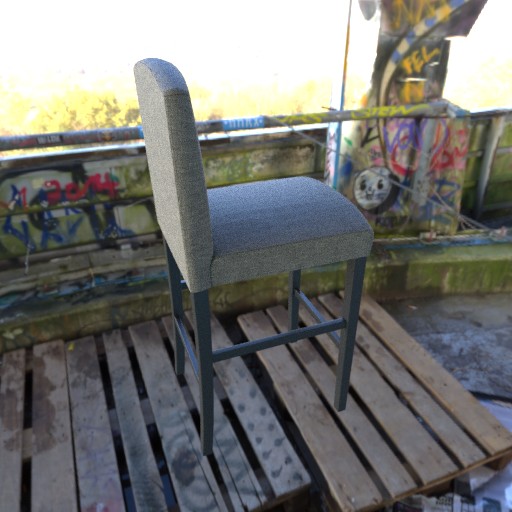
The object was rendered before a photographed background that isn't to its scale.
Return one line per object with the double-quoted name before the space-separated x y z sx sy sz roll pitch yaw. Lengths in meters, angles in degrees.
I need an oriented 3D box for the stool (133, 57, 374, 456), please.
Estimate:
"stool" 0.000 0.000 1.371 0.552 1.138 0.451 -11 31 -18
